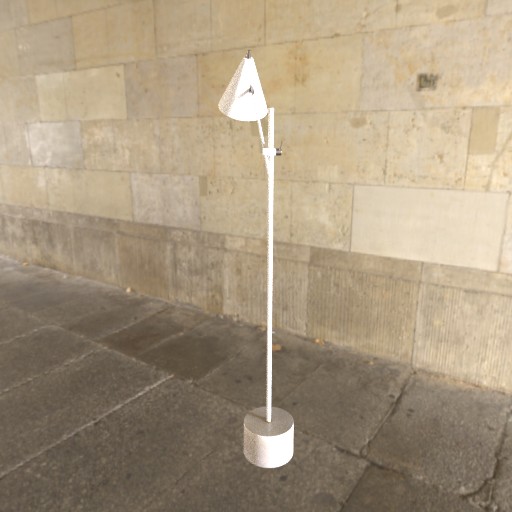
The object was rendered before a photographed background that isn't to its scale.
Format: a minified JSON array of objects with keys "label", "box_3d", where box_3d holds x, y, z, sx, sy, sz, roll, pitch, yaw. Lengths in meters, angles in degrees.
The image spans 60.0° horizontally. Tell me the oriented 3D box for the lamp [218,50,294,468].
[{"label":"lamp","box_3d":[0.000,0.000,1.640,0.223,1.430,0.508,-3,15,-10]}]
